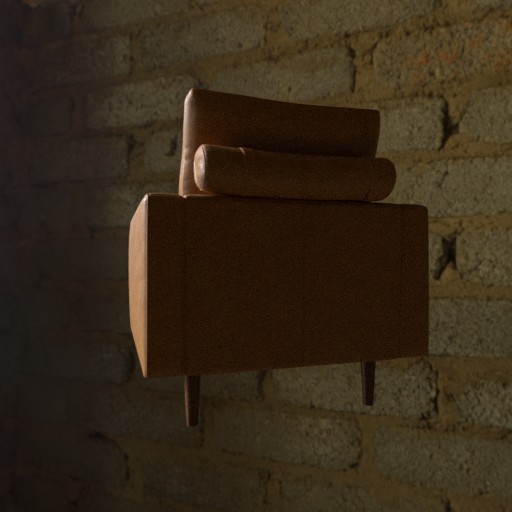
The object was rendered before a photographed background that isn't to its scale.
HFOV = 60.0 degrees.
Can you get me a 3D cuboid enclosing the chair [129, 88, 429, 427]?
[{"bbox_3d":[0.000,0.000,1.527,0.831,0.896,0.868,0,0,-18],"label":"chair"}]
